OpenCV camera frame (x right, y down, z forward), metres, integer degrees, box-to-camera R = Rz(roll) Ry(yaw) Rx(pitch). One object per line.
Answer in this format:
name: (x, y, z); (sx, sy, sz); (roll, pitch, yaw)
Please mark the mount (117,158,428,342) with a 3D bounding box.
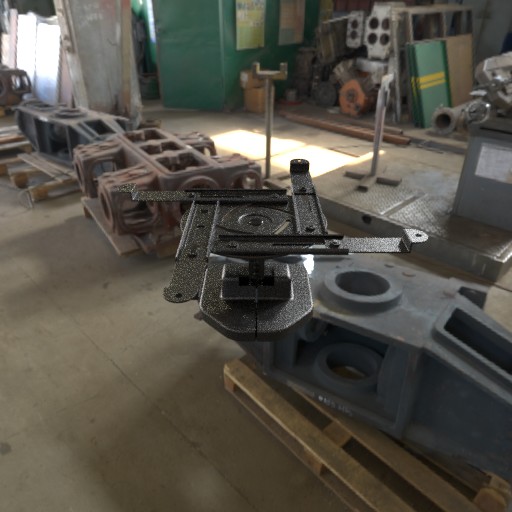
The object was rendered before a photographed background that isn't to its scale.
mount: (0.000, 0.000, 0.604); (0.394, 0.141, 0.394); (0, 31, 0)
